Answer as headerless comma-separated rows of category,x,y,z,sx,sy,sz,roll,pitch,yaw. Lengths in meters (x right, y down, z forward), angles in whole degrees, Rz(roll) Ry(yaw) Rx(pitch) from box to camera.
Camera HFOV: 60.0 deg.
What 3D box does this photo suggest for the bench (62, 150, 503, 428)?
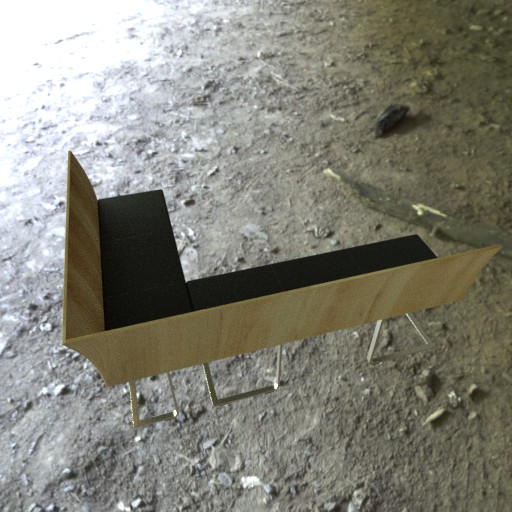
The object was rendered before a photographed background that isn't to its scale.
bench,0.000,0.000,2.688,1.945,0.930,1.495,-11,44,-12
